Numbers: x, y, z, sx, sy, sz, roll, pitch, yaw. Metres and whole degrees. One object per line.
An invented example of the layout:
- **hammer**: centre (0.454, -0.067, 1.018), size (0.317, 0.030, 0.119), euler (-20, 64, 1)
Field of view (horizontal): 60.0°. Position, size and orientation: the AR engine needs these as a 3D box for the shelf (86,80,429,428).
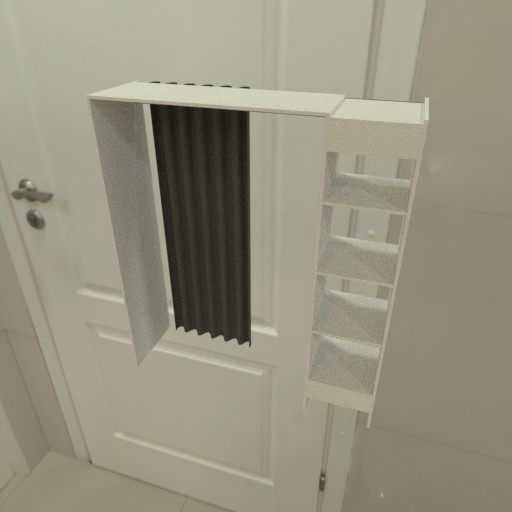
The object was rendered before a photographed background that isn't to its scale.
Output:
- **shelf**: centre (0.000, 0.000, 2.617), size (1.600, 1.810, 0.500), euler (10, 32, 16)
